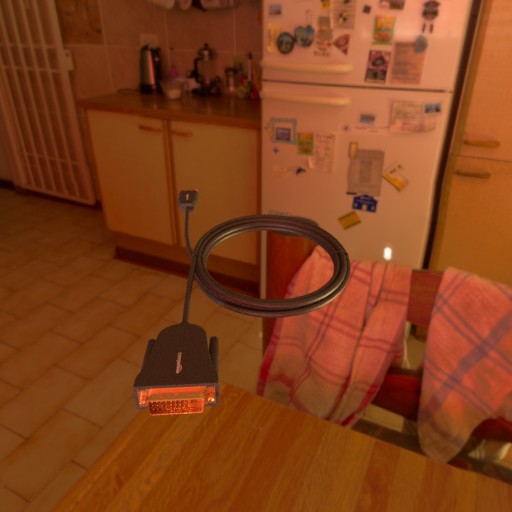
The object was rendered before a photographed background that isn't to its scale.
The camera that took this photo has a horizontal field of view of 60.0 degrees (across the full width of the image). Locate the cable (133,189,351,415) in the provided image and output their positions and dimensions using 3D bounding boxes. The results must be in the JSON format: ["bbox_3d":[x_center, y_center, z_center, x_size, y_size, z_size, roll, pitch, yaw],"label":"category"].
[{"bbox_3d":[0.000,0.000,0.330,0.136,0.015,0.281,-2,29,-3],"label":"cable"}]
